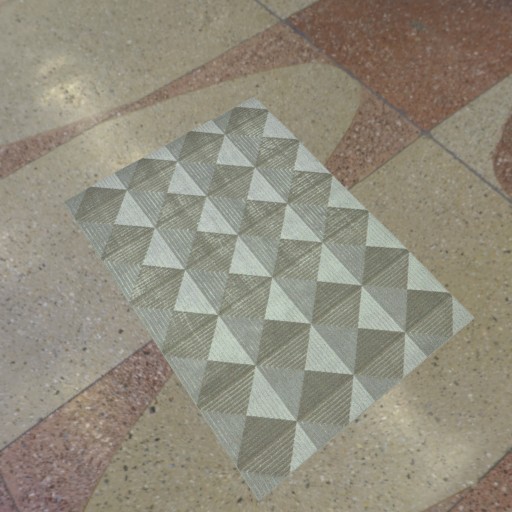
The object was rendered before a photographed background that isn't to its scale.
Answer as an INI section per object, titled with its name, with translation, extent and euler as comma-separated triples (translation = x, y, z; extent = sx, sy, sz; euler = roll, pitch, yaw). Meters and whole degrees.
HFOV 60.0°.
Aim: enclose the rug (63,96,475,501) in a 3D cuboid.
[rug]
translation = 0.000, 0.000, 4.247
extent = 2.428, 0.027, 3.333
euler = -34, 69, -15
